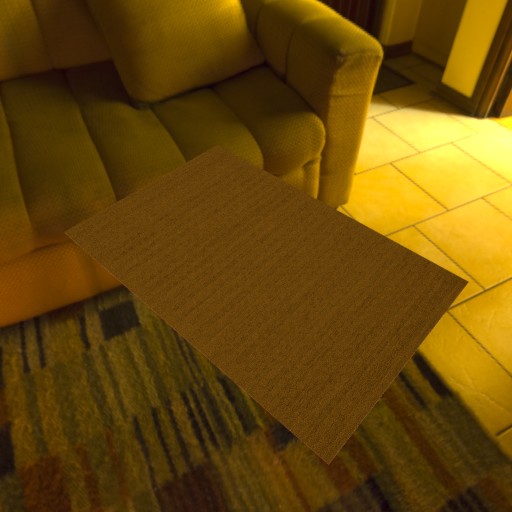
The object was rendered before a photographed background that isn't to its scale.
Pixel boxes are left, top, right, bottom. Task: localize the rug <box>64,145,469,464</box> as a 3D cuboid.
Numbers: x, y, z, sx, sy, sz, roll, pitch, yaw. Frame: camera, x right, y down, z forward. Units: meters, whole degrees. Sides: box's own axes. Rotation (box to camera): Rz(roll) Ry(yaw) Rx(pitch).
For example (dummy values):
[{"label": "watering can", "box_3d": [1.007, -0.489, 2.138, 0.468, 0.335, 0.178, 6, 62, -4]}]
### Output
[{"label": "rug", "box_3d": [0.000, 0.000, 2.267, 1.752, 0.006, 1.142, 34, 55, 28]}]
